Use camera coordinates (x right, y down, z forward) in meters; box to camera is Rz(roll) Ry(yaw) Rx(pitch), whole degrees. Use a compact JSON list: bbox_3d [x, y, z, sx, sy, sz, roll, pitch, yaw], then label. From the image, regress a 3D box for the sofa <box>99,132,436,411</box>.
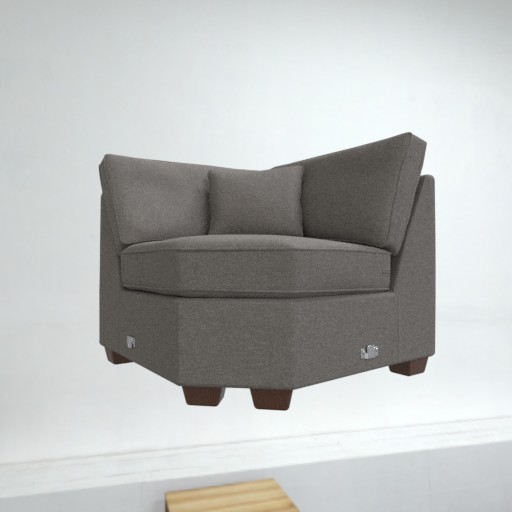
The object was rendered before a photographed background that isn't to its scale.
[{"bbox_3d":[0.000,0.000,1.863,1.050,0.951,1.042,0,-1,-36],"label":"sofa"}]
